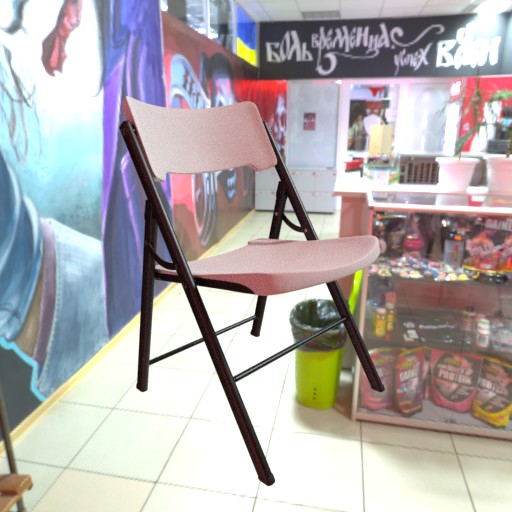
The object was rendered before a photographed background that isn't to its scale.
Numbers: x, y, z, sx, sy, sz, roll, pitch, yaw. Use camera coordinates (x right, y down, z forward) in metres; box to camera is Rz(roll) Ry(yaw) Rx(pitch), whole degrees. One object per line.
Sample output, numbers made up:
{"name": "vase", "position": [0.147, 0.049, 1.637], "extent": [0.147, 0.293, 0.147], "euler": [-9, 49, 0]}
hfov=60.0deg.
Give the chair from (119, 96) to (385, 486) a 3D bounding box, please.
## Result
{"name": "chair", "position": [0.000, 0.000, 1.124], "extent": [0.577, 0.765, 0.482], "euler": [16, 23, 42]}
